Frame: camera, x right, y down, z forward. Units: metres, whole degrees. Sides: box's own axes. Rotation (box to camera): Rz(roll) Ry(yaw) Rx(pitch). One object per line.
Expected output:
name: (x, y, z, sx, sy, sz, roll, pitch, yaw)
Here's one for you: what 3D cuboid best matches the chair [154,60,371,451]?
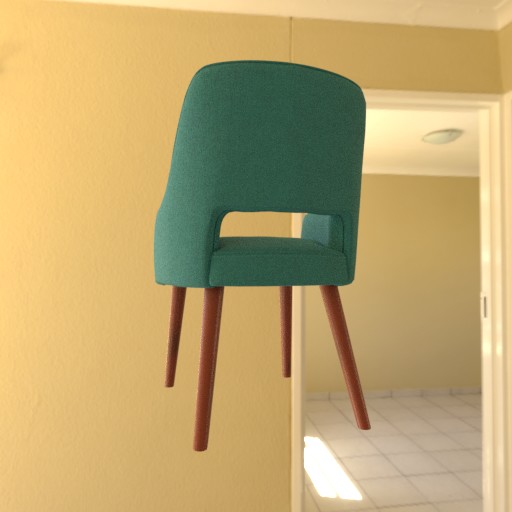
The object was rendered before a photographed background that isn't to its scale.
chair: (0.000, 0.000, 1.257, 0.548, 0.849, 0.605, 0, -1, -18)
